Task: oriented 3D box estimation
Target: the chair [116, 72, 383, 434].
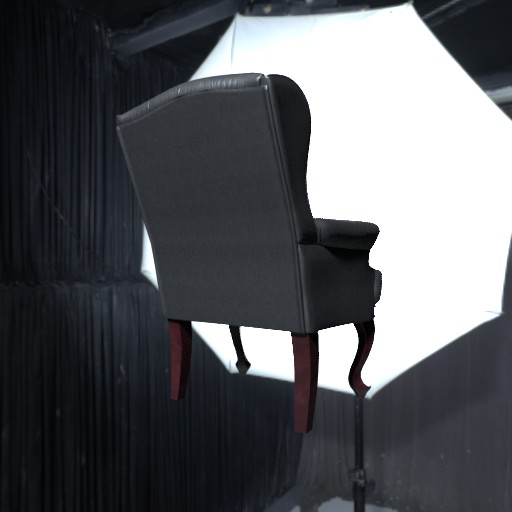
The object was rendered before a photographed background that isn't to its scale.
[{"bbox_3d":[0.000,0.000,1.710,0.831,1.133,0.822,0,-1,36],"label":"chair"}]
